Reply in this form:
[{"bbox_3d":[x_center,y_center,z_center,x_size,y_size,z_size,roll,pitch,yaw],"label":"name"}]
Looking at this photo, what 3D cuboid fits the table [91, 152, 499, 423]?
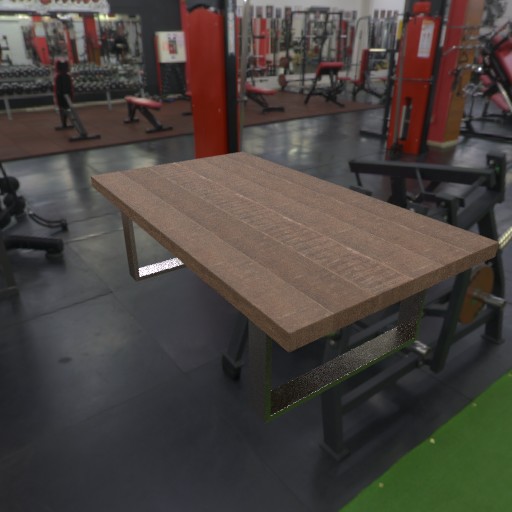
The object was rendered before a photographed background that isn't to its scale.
[{"bbox_3d":[0.000,0.000,1.734,0.800,0.440,1.400,-17,31,-31],"label":"table"}]
